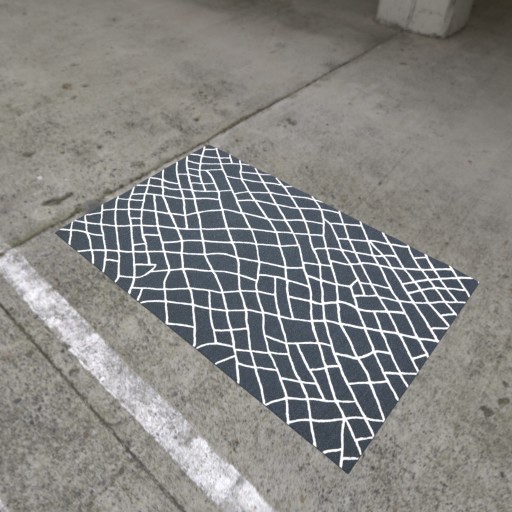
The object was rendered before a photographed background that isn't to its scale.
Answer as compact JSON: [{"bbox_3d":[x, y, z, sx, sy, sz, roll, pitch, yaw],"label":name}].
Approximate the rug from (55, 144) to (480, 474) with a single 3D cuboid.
[{"bbox_3d":[0.000,0.000,2.971,2.448,0.017,1.529,32,54,27],"label":"rug"}]
